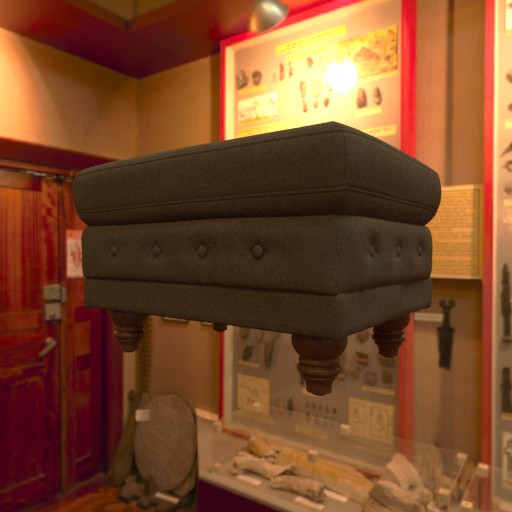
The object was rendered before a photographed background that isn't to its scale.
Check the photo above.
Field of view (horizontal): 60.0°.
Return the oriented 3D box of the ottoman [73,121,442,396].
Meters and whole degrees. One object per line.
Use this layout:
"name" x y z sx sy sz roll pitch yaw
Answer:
"ottoman" 0.000 0.000 1.129 0.771 0.500 0.569 1 1 37
